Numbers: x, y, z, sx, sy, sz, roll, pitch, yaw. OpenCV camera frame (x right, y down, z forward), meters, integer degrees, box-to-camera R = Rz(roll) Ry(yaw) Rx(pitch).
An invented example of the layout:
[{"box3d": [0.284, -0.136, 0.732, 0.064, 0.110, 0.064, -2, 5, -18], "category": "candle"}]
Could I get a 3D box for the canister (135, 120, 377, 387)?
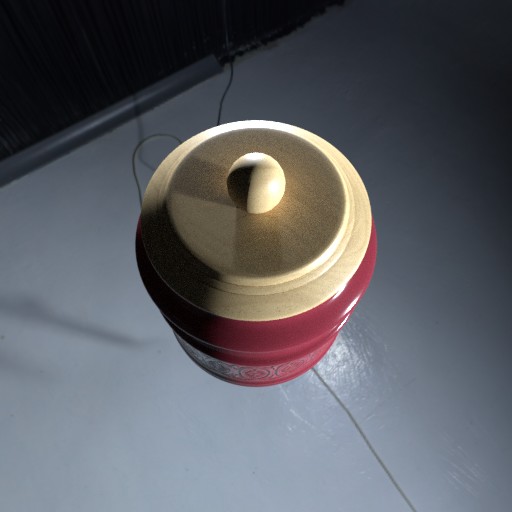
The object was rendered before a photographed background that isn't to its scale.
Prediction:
[{"box3d": [0.000, 0.000, 0.265, 0.130, 0.176, 0.130, 0, 64, 0], "category": "canister"}]
